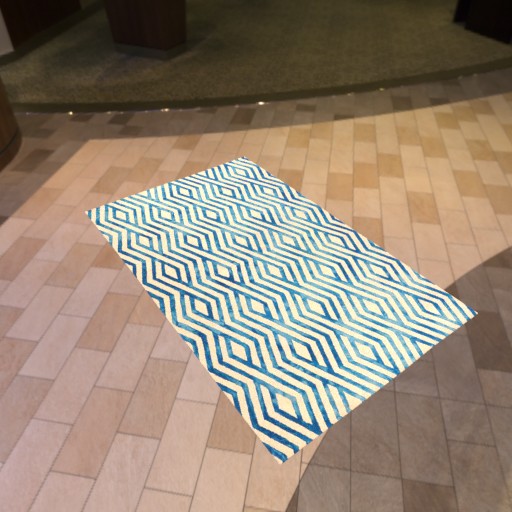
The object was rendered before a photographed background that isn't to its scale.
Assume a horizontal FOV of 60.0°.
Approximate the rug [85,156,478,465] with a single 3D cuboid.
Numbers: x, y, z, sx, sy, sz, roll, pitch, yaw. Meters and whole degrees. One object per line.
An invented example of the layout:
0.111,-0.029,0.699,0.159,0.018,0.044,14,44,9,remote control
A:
0.000,0.000,3.066,1.531,0.008,2.439,-26,47,-27,rug
